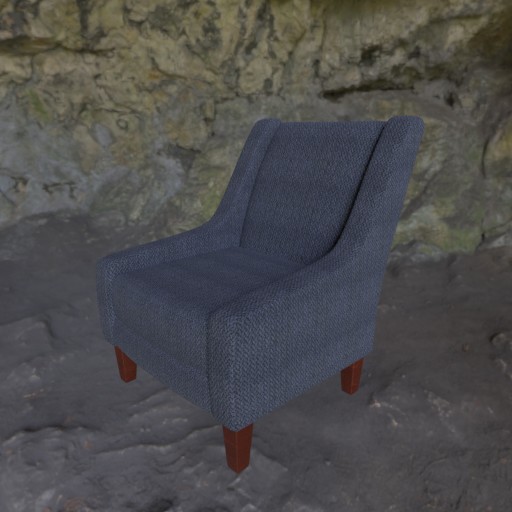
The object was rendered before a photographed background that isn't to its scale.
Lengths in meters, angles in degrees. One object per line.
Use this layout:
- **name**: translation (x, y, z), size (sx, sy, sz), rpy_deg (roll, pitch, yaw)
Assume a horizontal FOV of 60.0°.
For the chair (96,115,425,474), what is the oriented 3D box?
- **chair**: translation (0.000, 0.000, 1.670), size (0.944, 1.012, 0.793), rpy_deg (-15, 22, -42)
